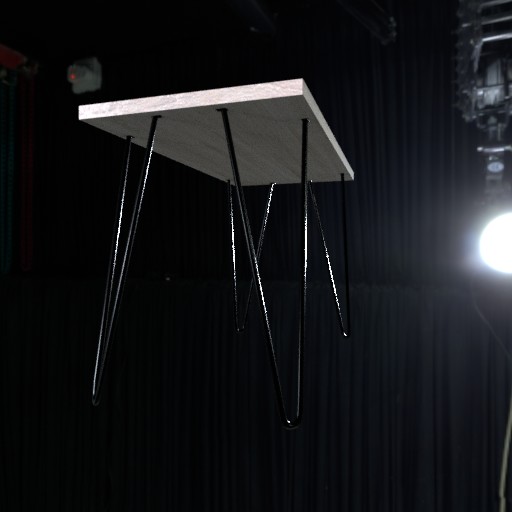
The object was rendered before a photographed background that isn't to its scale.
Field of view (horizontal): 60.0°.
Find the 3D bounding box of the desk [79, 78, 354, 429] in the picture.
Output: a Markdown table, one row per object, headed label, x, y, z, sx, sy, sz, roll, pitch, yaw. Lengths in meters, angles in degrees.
| label | x | y | z | sx | sy | sz | roll | pitch | yaw |
| --- | --- | --- | --- | --- | --- | --- | --- | --- | --- |
| desk | 0.000 | 0.000 | 1.369 | 0.499 | 0.660 | 0.991 | 0 | 0 | 18 |
